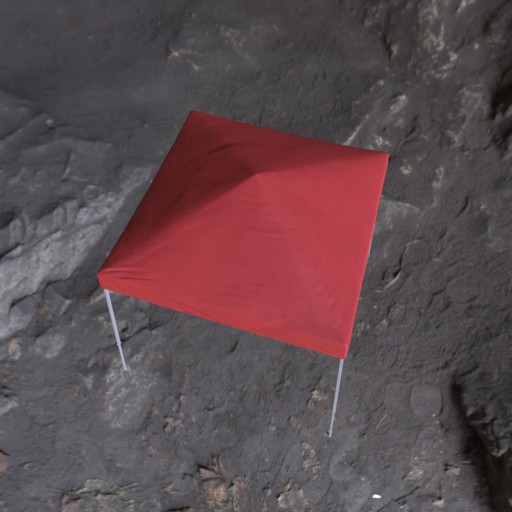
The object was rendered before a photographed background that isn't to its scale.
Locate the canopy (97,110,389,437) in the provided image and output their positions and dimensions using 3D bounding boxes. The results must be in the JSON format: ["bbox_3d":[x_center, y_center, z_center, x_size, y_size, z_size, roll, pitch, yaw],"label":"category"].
[{"bbox_3d":[0.000,0.000,5.260,2.849,2.849,2.848,15,60,9],"label":"canopy"}]
